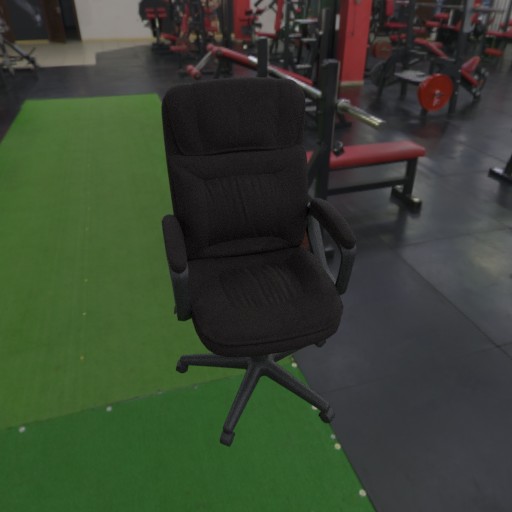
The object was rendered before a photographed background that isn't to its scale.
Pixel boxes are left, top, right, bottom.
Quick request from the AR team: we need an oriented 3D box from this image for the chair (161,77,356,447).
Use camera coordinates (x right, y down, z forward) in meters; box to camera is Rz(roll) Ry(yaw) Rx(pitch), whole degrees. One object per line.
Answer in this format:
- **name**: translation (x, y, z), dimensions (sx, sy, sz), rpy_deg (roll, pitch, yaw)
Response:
- **chair**: translation (0.000, 0.000, 1.597), dimensions (0.667, 1.105, 0.724), rpy_deg (-8, 33, -12)
